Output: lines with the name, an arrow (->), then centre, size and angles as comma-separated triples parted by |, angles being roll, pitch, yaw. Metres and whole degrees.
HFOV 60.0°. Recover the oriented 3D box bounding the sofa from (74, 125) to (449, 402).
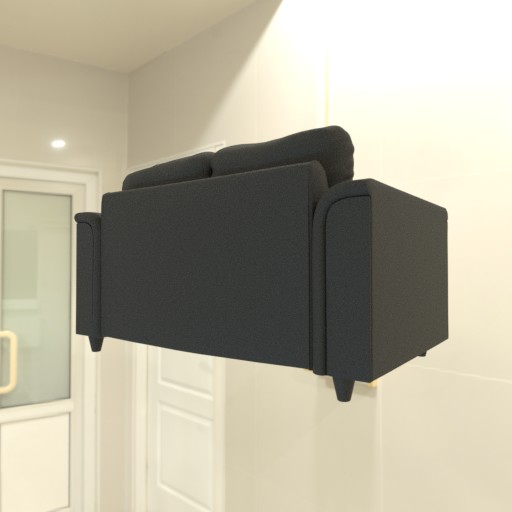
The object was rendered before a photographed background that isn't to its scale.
sofa -> 0.000, 0.000, 1.933 | 1.386, 0.845, 0.887 | -1, -1, 36
